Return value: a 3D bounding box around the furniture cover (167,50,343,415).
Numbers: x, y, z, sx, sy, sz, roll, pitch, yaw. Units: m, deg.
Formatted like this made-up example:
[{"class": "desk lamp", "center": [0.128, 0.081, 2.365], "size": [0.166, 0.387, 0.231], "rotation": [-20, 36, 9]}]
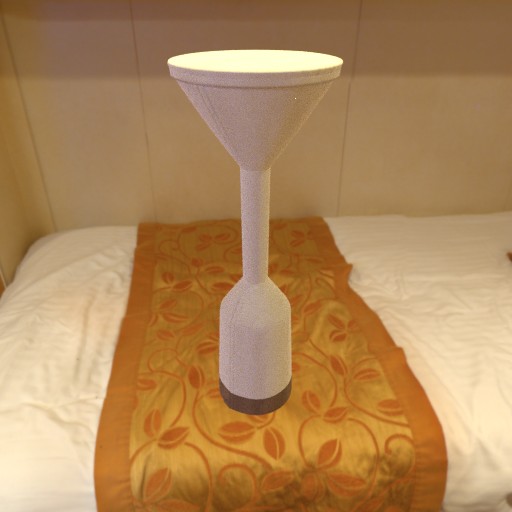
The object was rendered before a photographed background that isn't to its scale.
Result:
[{"class": "furniture cover", "center": [0.000, 0.000, 2.942], "size": [0.914, 2.413, 0.914], "rotation": [21, 36, 32]}]
